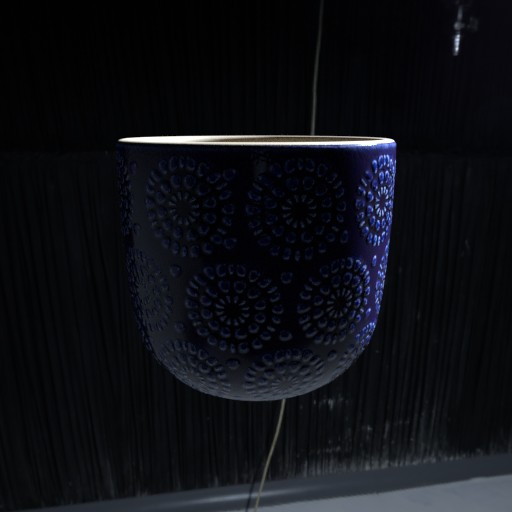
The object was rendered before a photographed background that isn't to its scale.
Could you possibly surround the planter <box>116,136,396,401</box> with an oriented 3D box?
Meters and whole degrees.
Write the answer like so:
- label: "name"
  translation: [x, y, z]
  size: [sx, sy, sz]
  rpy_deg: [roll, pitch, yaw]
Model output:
- label: "planter"
  translation: [0.000, 0.000, 0.290]
  size: [0.165, 0.149, 0.165]
  rpy_deg: [0, 16, 0]
